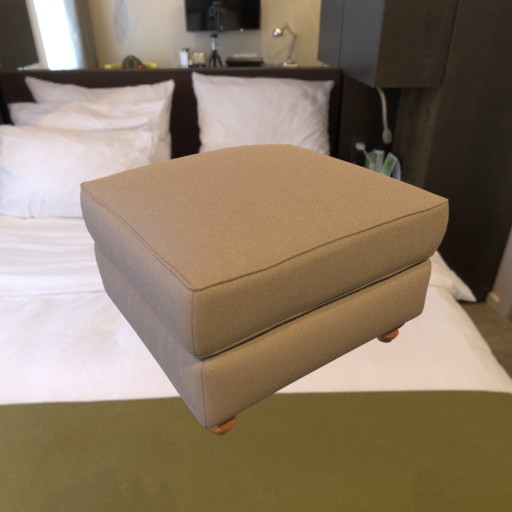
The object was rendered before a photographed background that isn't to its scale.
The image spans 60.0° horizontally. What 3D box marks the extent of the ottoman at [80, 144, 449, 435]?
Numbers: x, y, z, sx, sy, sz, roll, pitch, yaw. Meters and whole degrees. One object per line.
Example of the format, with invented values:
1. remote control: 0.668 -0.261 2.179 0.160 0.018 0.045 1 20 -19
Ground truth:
1. ottoman: 0.000 0.000 1.186 0.721 0.505 0.662 -19 34 -30
